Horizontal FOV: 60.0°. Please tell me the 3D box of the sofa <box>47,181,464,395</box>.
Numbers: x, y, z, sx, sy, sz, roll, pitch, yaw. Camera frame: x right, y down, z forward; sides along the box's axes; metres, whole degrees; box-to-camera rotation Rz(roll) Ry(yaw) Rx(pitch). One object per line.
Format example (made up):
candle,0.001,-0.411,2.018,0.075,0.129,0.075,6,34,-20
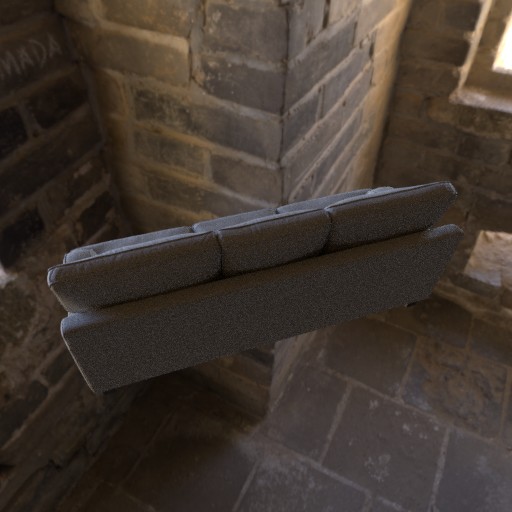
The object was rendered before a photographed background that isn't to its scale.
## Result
sofa,0.000,0.000,2.884,2.323,0.997,1.016,-13,43,-14
